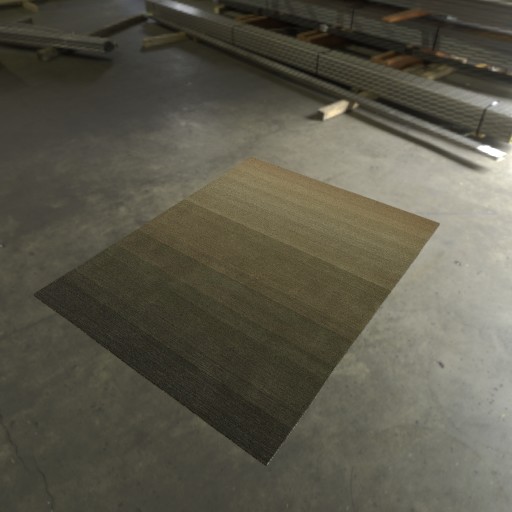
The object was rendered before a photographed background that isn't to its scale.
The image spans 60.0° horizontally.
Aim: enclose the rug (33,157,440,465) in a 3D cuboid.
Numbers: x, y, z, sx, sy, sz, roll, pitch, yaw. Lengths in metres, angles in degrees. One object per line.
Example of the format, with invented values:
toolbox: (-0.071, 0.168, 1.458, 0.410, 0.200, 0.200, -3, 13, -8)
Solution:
rug: (0.000, 0.000, 3.948, 2.315, 0.015, 2.932, 25, 46, 27)
